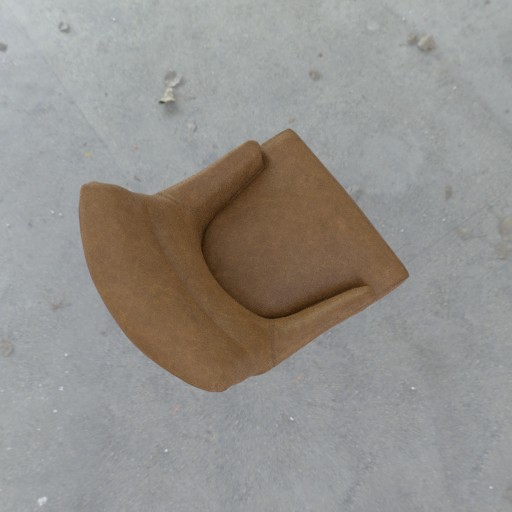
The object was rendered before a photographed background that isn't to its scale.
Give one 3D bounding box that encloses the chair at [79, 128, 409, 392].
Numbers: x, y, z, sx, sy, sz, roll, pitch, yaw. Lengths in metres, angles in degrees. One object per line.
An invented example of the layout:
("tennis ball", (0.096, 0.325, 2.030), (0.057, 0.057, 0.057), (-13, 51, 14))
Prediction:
("chair", (0.000, 0.000, 1.530), (0.874, 0.869, 0.729), (-34, 77, -9))
